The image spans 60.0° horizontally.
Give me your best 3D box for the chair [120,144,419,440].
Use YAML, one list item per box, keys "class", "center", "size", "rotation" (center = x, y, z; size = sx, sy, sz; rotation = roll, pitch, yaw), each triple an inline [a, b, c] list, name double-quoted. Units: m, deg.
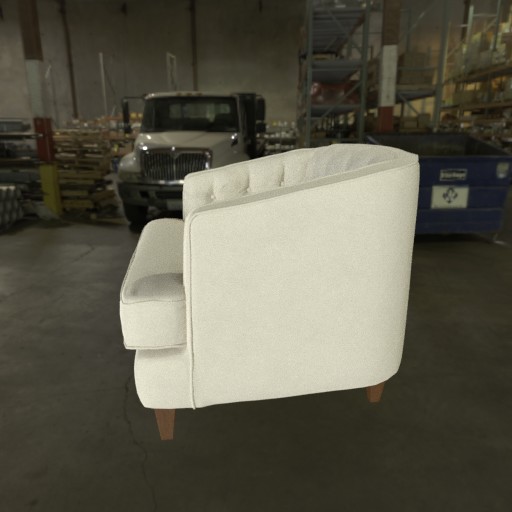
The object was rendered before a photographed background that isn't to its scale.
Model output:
- class: "chair"
  center: [0.000, 0.000, 1.754]
  size: [0.941, 0.852, 1.104]
  rotation: [-3, 16, -9]
